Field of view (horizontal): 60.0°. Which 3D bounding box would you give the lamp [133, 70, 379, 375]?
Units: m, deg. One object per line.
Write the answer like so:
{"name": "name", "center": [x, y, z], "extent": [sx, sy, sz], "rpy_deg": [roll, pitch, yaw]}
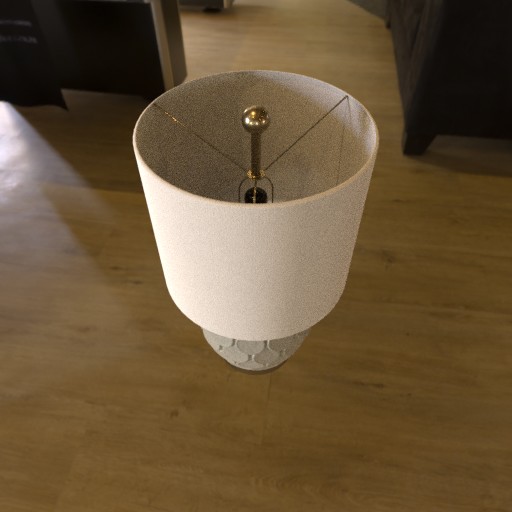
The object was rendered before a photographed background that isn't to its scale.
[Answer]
{"name": "lamp", "center": [0.000, 0.000, 0.616], "extent": [0.254, 0.452, 0.254], "rpy_deg": [0, 48, 0]}
